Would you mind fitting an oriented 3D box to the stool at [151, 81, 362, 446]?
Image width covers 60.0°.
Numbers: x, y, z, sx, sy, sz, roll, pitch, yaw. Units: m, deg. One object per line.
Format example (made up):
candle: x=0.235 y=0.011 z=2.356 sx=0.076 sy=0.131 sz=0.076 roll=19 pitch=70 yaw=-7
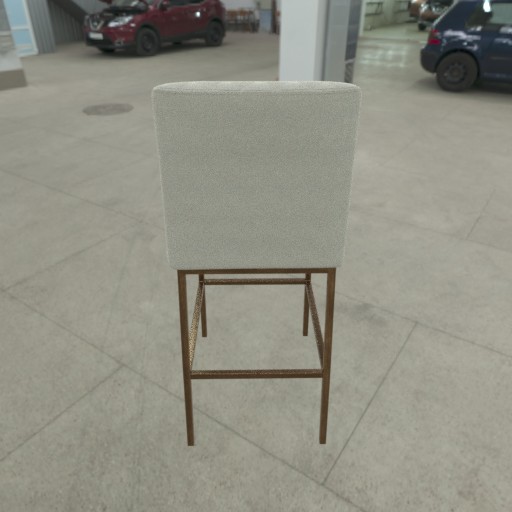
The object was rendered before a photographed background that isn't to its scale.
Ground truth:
stool: x=0.000 y=0.000 z=1.343 sx=0.462 sy=1.084 sz=0.546 roll=0 pitch=31 yaw=-1
